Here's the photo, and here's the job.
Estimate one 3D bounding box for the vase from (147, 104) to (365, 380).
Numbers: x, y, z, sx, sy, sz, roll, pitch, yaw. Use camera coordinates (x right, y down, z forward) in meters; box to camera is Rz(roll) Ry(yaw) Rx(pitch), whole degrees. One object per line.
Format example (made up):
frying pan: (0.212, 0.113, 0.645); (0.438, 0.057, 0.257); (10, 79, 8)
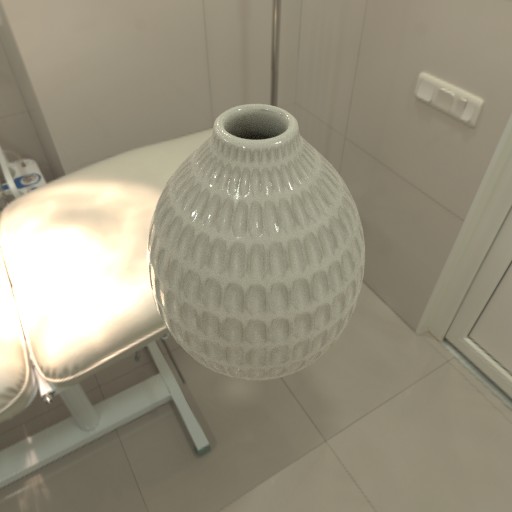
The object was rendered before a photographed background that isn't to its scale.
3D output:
vase: (0.000, 0.000, 0.337); (0.162, 0.223, 0.162); (0, 45, 0)
